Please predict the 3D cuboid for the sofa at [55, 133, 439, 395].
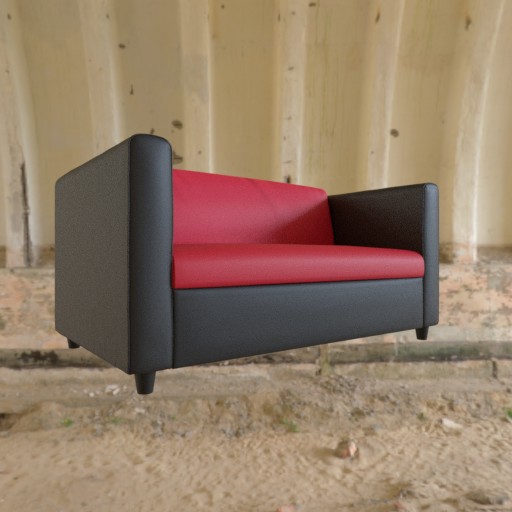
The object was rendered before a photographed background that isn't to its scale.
[{"bbox_3d":[0.000,0.000,1.867,1.410,0.735,0.845,0,0,-36],"label":"sofa"}]
